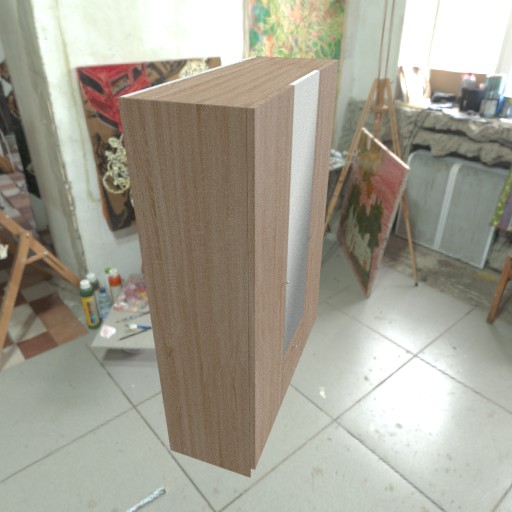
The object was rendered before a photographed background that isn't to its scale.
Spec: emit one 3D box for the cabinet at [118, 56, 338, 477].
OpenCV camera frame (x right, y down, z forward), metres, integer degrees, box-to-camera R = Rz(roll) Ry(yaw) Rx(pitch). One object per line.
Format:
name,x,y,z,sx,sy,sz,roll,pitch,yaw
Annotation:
cabinet,0.000,0.000,2.766,0.590,2.120,1.500,11,32,17
